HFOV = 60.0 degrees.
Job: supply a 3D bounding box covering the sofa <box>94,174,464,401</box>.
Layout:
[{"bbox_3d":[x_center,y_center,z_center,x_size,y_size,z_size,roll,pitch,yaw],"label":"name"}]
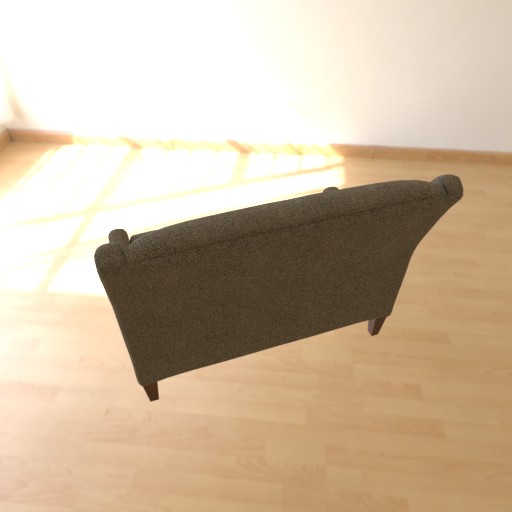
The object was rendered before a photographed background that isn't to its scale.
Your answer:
[{"bbox_3d":[0.000,0.000,1.972,1.242,1.021,0.870,-13,43,-14],"label":"sofa"}]
